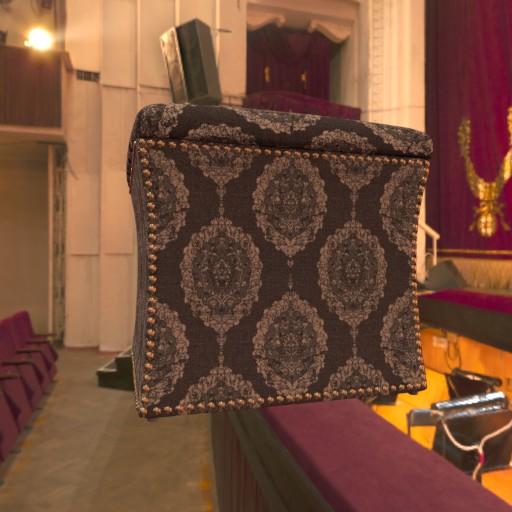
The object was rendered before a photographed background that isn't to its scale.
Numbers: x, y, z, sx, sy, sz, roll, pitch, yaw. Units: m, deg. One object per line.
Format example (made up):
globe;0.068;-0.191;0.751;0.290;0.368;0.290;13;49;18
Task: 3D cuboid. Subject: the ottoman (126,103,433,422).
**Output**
ottoman;0.000;0.000;0.902;0.507;0.475;0.497;0;-1;-17
